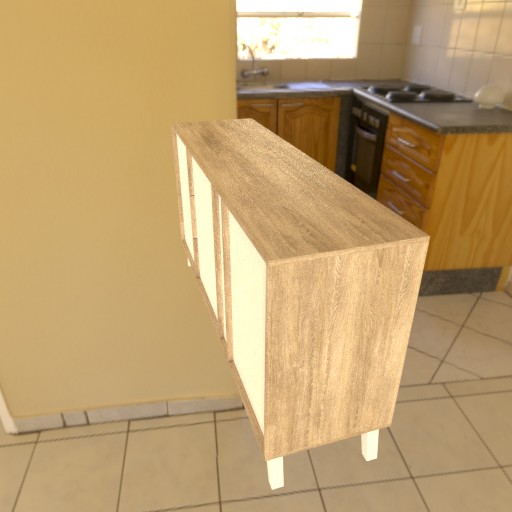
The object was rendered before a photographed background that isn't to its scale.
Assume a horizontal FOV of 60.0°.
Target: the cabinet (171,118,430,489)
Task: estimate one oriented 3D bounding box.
[{"bbox_3d":[0.000,0.000,1.979,0.450,0.870,1.600,-9,30,-15],"label":"cabinet"}]
